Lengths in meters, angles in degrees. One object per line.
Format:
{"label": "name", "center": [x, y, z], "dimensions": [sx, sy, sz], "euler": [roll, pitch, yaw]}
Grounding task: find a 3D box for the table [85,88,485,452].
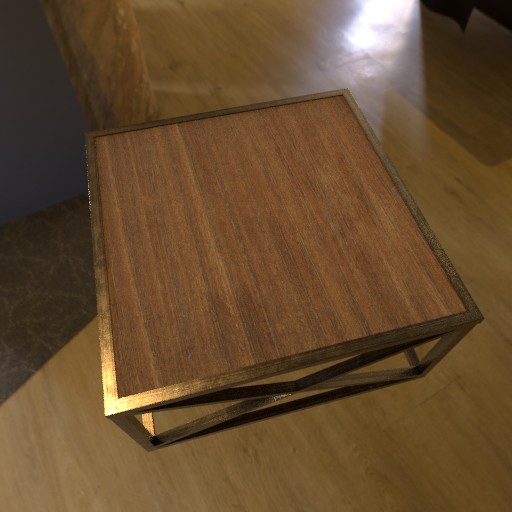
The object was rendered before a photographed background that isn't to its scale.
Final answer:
{"label": "table", "center": [0.000, 0.000, 1.431], "dimensions": [0.899, 0.451, 0.909], "euler": [-12, 58, -8]}
